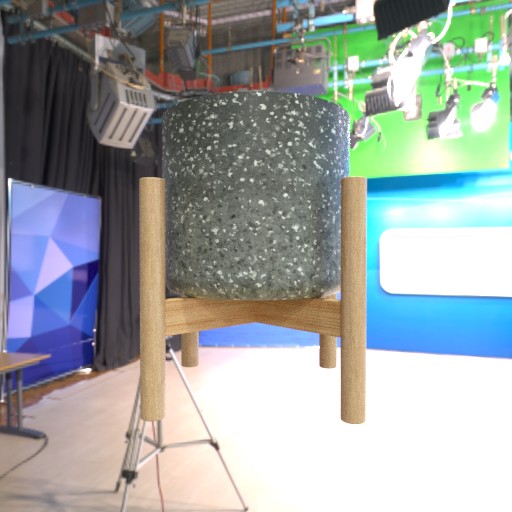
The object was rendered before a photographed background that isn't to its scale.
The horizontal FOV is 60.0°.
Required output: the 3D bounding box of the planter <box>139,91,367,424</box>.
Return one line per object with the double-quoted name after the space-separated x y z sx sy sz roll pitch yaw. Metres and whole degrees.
0.000 0.000 0.538 0.284 0.320 0.284 0 1 -20 "planter"
